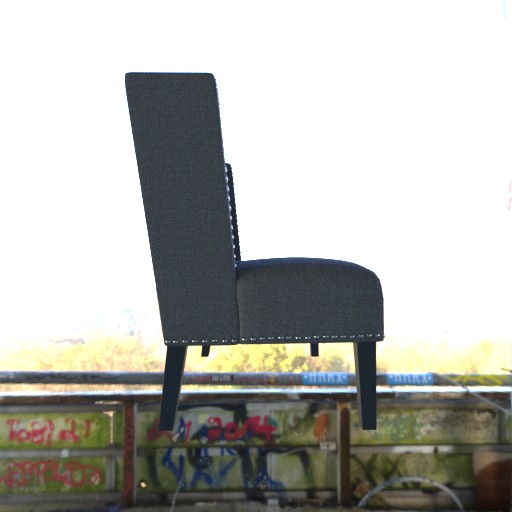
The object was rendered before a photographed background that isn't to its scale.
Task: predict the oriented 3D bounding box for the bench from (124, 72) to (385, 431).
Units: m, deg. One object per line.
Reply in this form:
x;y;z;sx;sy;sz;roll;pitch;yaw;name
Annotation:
0.000;0.000;1.998;0.842;1.121;1.276;0;-2;-1;bench
